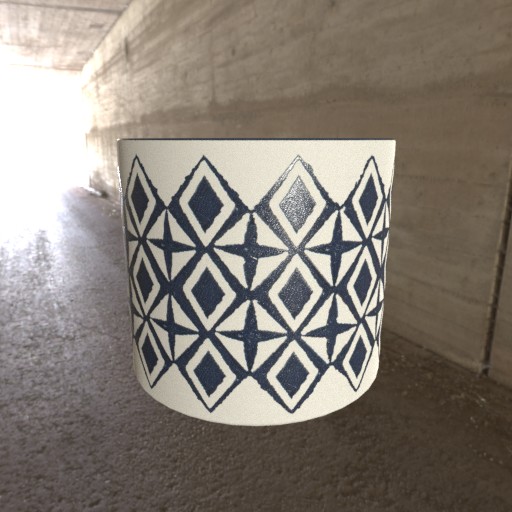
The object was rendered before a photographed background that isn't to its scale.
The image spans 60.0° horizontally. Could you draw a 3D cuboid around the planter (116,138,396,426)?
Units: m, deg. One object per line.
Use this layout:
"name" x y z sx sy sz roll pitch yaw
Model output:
"planter" 0.000 0.000 0.280 0.159 0.144 0.159 0 15 0
